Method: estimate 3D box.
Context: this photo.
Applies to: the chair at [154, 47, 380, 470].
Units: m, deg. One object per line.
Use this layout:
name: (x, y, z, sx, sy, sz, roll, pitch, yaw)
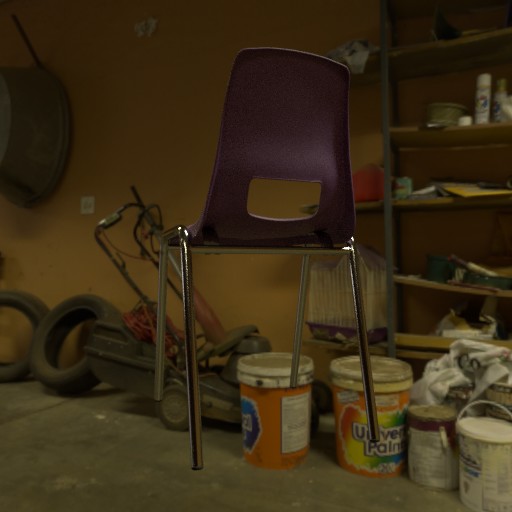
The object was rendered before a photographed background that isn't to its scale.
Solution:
chair: (0.000, 0.000, 0.958, 0.381, 0.704, 0.432, 0, -1, -20)
